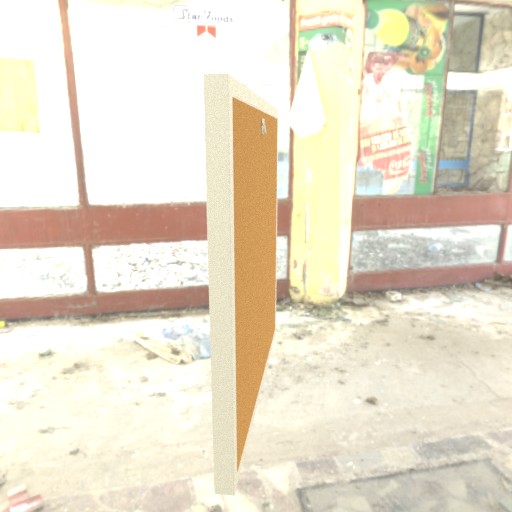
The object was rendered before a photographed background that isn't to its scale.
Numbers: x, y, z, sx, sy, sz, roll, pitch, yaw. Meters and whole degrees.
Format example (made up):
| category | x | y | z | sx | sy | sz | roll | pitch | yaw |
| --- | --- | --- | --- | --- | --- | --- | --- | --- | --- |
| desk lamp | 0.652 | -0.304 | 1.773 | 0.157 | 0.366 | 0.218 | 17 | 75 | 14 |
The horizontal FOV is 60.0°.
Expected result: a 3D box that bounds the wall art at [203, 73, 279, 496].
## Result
| category | x | y | z | sx | sy | sz | roll | pitch | yaw |
| --- | --- | --- | --- | --- | --- | --- | --- | --- | --- |
| wall art | 0.000 | 0.000 | 1.126 | 0.050 | 0.762 | 0.761 | 2 | 15 | 8 |
